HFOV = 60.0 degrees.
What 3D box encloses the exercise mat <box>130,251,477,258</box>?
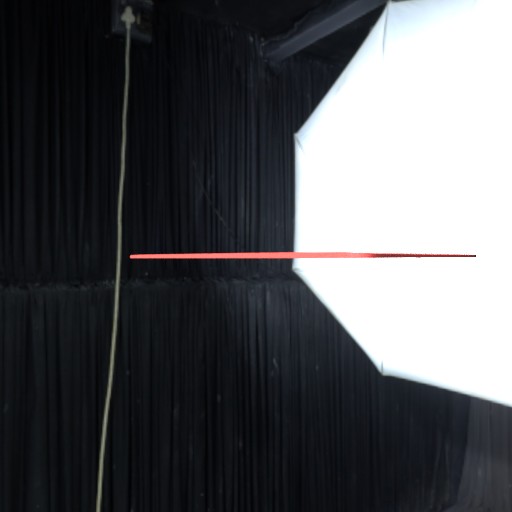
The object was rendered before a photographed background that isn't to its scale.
[{"bbox_3d":[0.000,0.000,2.120,0.616,0.021,1.869,0,0,-35],"label":"exercise mat"}]
